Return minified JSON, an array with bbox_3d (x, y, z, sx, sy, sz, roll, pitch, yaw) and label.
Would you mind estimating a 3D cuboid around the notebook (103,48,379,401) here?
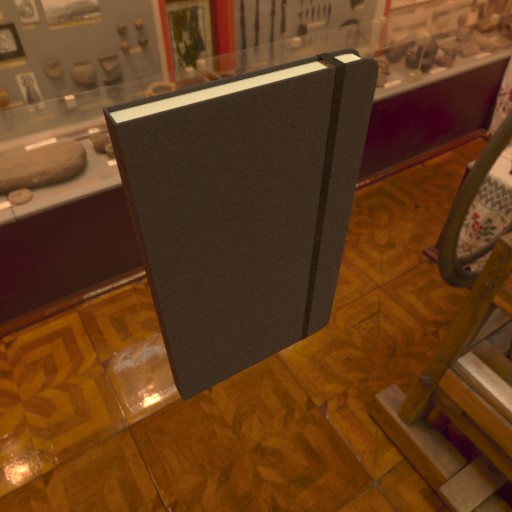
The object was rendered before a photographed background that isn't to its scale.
[{"bbox_3d":[0.000,0.000,0.262,0.127,0.213,0.016,-23,50,-21],"label":"notebook"}]
